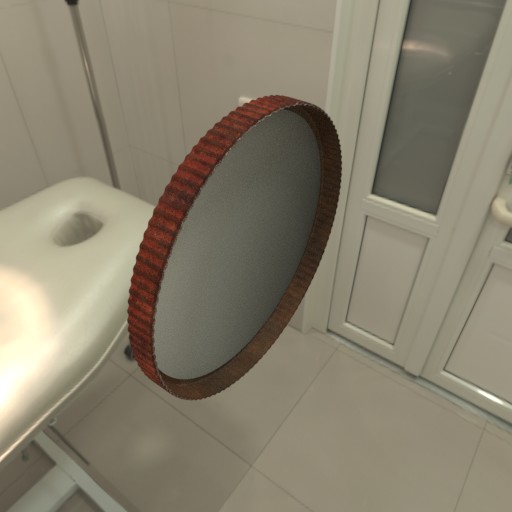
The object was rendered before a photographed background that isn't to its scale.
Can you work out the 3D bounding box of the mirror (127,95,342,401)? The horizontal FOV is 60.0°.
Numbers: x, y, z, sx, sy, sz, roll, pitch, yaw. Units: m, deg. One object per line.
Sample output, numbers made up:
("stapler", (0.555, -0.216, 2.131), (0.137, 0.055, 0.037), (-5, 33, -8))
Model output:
("mirror", (0.000, 0.000, 0.886), (0.056, 0.609, 0.609), (26, 47, 26))
